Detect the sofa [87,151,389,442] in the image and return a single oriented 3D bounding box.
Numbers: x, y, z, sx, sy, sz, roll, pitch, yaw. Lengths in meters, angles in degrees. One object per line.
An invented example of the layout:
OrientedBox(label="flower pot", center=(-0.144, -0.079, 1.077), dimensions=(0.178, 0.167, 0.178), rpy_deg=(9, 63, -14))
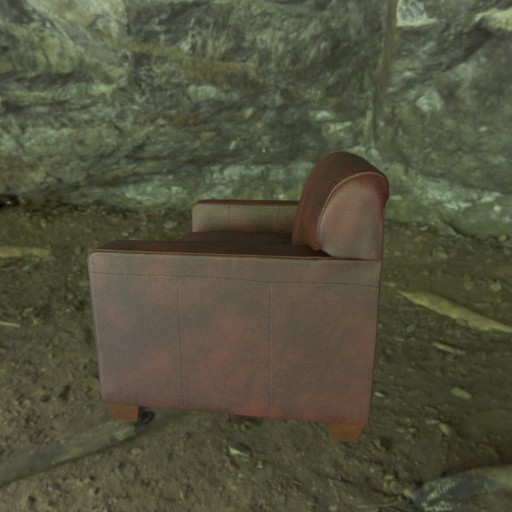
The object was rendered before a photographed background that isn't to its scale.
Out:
OrientedBox(label="sofa", center=(0.000, 0.000, 2.080), dimensions=(1.000, 0.956, 1.413), rpy_deg=(2, 14, 8))
